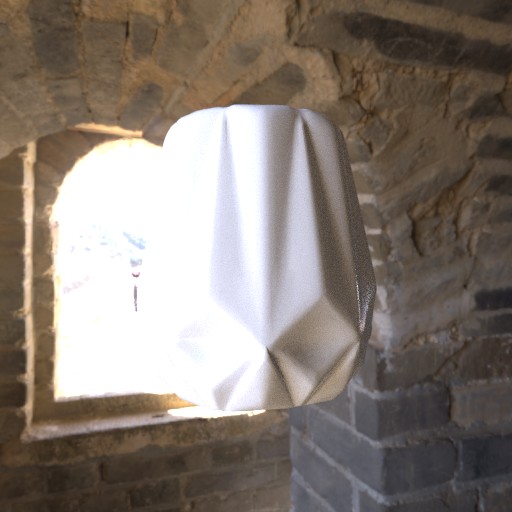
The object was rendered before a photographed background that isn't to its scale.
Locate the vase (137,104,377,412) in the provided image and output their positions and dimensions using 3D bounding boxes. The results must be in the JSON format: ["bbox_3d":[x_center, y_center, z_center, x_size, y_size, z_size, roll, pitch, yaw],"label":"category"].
[{"bbox_3d":[0.000,0.000,0.268,0.141,0.152,0.141,0,0,0],"label":"vase"}]
